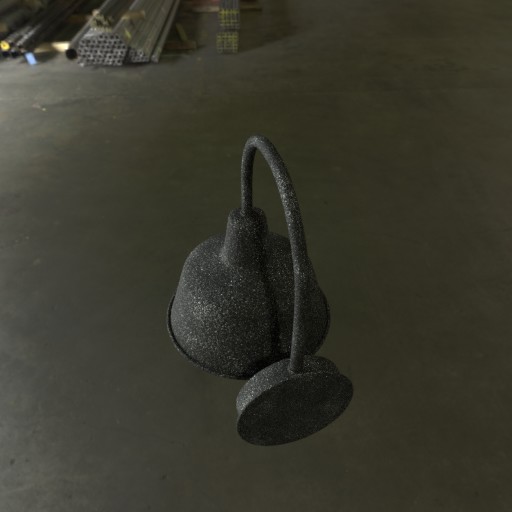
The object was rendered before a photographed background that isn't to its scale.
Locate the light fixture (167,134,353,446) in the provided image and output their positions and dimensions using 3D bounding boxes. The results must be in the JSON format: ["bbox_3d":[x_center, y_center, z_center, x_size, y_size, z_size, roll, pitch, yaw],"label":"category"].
[{"bbox_3d":[0.000,0.000,0.486,0.216,0.300,0.283,-11,42,-13],"label":"light fixture"}]
